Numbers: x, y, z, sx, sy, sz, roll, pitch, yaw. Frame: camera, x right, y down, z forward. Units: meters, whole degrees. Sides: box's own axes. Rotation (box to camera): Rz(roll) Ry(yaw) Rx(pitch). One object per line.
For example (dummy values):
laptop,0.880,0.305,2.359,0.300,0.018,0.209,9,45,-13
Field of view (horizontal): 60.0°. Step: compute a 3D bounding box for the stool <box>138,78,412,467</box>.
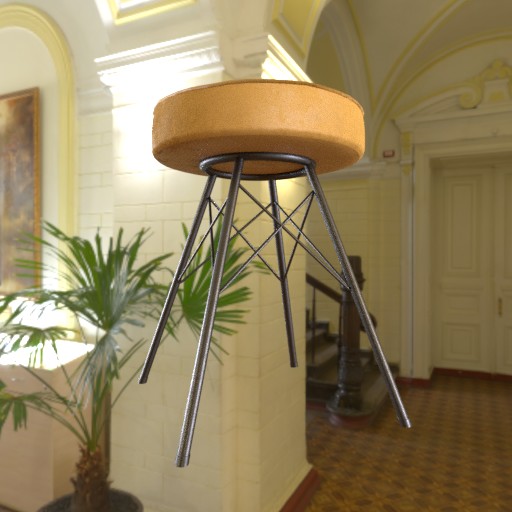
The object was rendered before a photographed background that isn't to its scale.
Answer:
stool,0.000,0.000,0.910,0.438,0.595,0.472,0,0,-19
